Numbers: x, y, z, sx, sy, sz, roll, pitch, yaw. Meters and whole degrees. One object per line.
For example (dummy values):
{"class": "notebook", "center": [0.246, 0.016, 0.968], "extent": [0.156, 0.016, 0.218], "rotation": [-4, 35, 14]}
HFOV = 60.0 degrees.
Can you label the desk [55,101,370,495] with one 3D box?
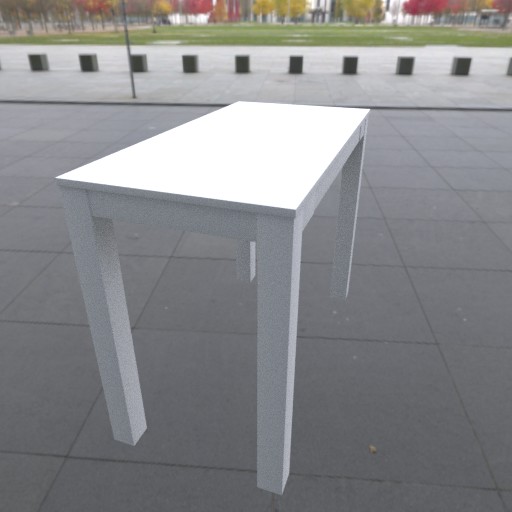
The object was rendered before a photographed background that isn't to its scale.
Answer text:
{"class": "desk", "center": [0.000, 0.000, 1.401], "extent": [0.497, 0.762, 0.990], "rotation": [10, 30, 17]}
